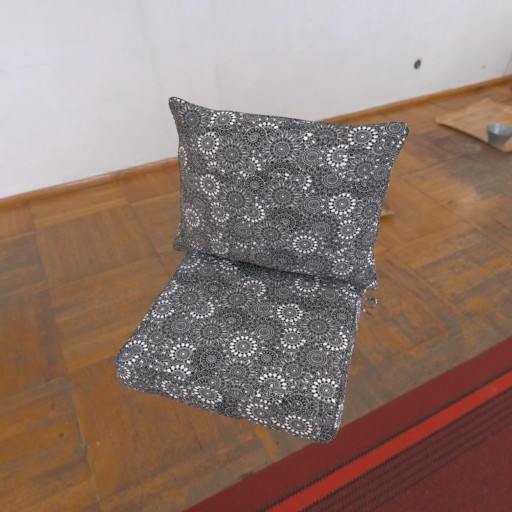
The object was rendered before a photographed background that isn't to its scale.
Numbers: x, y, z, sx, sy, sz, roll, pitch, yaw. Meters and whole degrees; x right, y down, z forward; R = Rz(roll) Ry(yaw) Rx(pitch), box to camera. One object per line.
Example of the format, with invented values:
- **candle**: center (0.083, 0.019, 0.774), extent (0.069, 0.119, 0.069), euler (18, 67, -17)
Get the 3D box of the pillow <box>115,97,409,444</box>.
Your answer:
- **pillow**: center (0.000, 0.000, 1.373), extent (0.798, 0.722, 0.740), euler (11, 41, 13)
